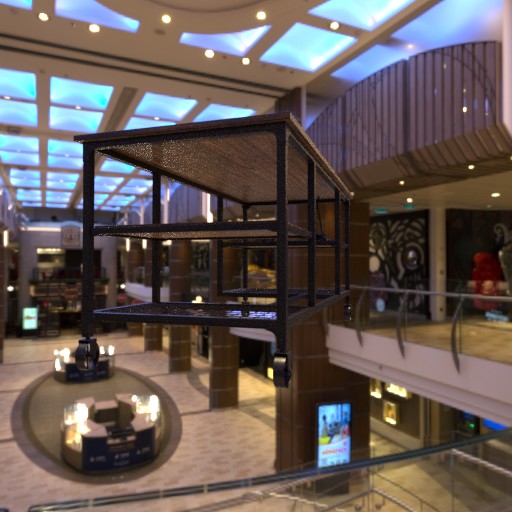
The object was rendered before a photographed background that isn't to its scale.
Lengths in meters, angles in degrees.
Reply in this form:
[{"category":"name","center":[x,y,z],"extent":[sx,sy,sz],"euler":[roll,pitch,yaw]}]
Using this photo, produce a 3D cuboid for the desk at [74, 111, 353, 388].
[{"category":"desk","center":[0.000,0.000,2.036],"extent":[0.711,0.751,1.590],"euler":[0,-1,18]}]
